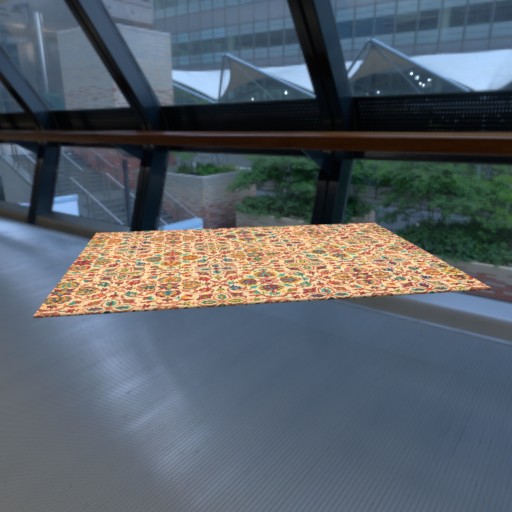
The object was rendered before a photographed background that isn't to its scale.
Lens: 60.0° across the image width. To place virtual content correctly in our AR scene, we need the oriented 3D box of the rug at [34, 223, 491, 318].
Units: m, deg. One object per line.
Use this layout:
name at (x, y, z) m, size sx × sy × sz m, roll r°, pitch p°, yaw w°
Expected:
rug at (0.000, 0.000, 2.328) m, size 1.838 × 0.013 × 1.226 m, roll -3°, pitch 18°, yaw -8°
